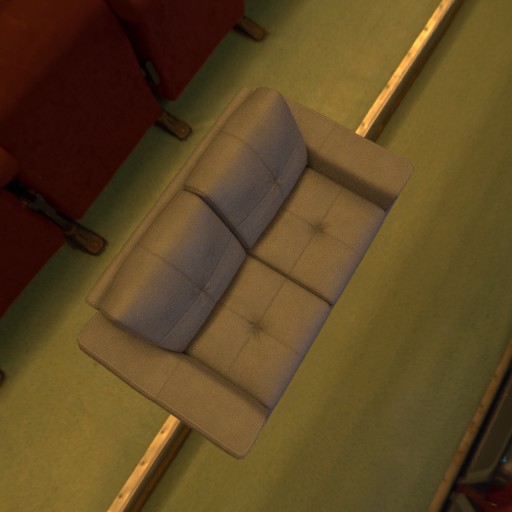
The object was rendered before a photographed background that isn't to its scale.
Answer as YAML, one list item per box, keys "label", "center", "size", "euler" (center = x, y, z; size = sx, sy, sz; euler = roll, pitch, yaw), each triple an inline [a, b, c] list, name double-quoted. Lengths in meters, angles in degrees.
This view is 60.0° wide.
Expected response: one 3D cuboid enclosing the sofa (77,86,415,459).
- label: "sofa"
  center: [0.000, 0.000, 2.386]
  size: [1.018, 0.907, 1.806]
  euler: [31, 77, 8]
